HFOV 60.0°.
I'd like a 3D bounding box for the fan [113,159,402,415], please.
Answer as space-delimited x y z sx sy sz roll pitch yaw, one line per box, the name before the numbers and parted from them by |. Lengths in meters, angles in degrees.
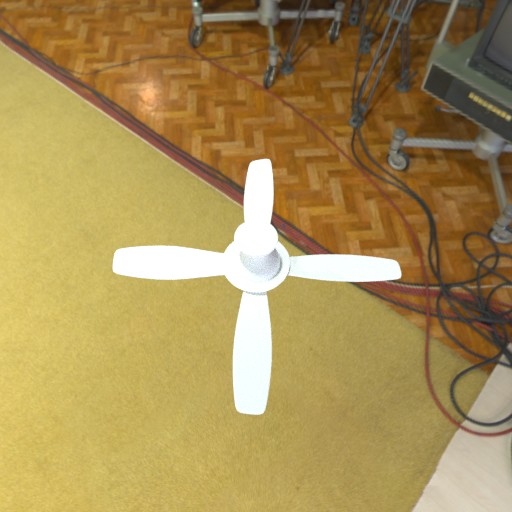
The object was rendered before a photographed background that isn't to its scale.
fan | 0.000 0.000 2.527 1.693 0.382 1.694 2 58 1
